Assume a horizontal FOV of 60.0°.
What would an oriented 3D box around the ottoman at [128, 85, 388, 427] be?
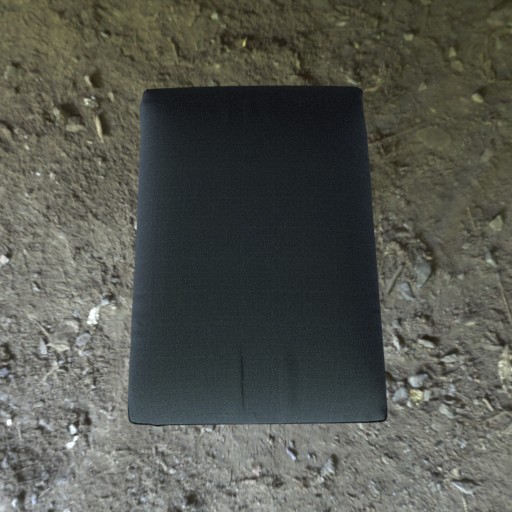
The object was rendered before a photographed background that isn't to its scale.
[{"bbox_3d":[0.000,0.000,1.121,0.558,0.486,0.767,-1,77,0],"label":"ottoman"}]
